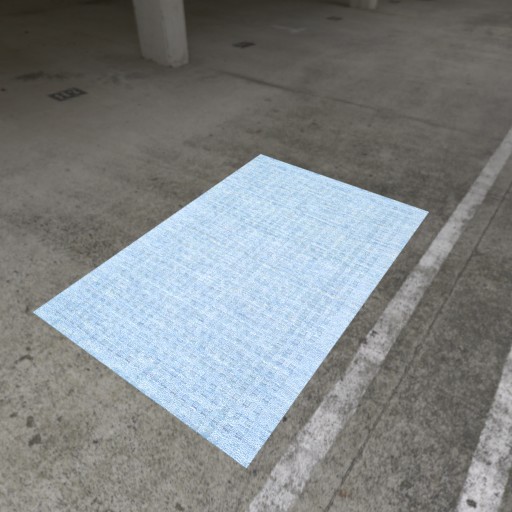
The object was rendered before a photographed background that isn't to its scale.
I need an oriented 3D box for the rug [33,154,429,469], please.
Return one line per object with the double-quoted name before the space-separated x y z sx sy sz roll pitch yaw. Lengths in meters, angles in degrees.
"rug" 0.000 0.000 2.918 1.522 0.006 2.286 25 47 26
